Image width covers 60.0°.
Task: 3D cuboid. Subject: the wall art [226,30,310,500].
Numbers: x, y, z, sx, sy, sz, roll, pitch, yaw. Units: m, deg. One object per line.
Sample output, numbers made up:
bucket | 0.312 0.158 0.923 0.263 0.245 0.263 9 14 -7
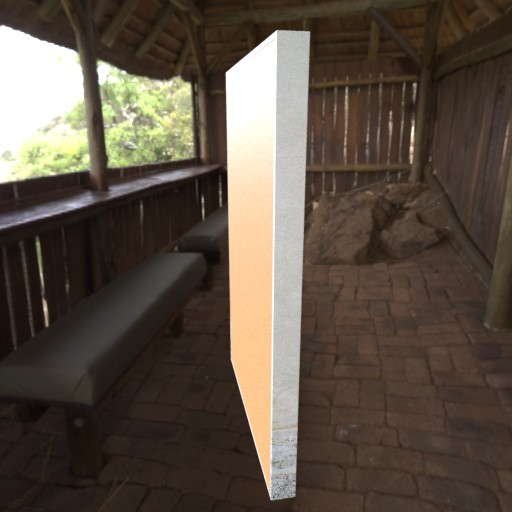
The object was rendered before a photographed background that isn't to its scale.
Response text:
wall art | 0.000 0.000 0.737 0.036 0.607 0.403 -3 17 -11
